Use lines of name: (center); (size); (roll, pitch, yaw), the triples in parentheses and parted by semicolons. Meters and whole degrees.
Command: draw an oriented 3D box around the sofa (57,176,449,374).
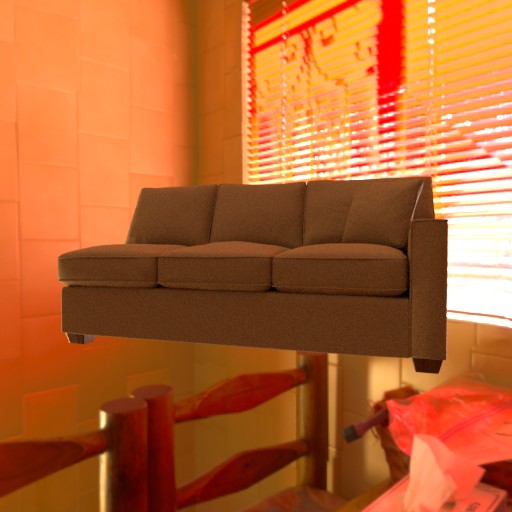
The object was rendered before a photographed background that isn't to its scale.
sofa: (0.000, 0.000, 2.553); (1.963, 0.946, 1.034); (0, 2, 18)
